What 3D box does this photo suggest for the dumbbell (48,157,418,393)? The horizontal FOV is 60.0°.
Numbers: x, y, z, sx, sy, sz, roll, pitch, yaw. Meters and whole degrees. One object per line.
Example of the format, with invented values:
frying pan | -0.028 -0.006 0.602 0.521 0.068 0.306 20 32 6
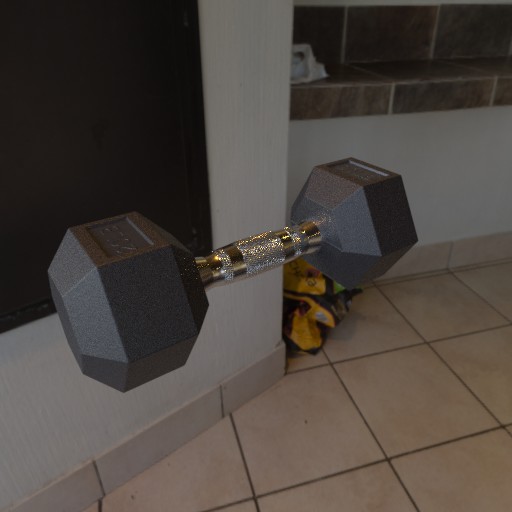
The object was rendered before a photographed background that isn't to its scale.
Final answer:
dumbbell | 0.000 0.000 0.326 0.272 0.092 0.106 -19 36 -29
